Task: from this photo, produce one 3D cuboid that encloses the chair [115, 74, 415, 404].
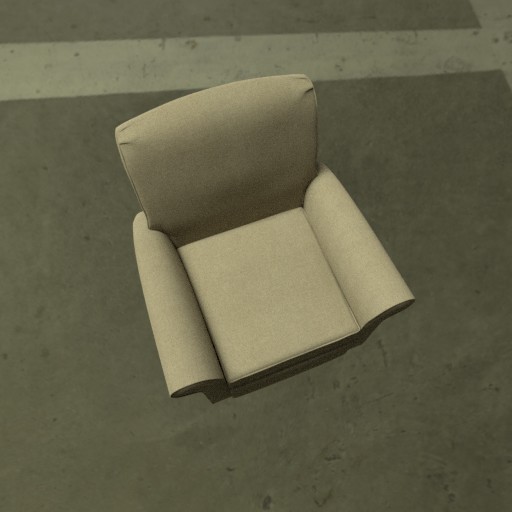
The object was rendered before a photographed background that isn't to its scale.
[{"bbox_3d":[0.000,0.000,1.858,0.978,1.061,0.905,-19,65,-9],"label":"chair"}]
